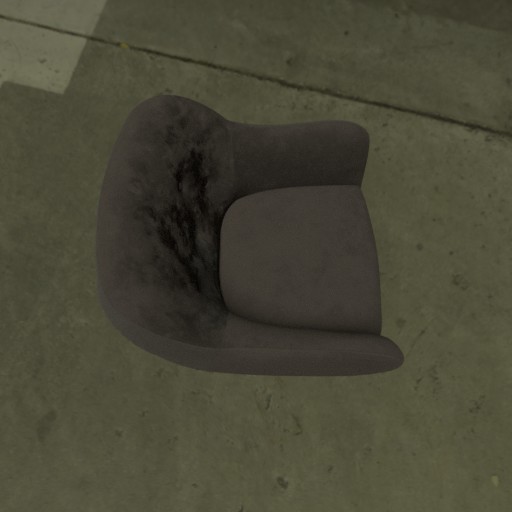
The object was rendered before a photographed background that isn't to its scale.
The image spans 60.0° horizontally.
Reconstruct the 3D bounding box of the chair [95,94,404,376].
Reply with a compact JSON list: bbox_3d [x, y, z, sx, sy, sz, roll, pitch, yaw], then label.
[{"bbox_3d":[0.000,0.000,1.502,0.819,0.807,0.840,0,63,0],"label":"chair"}]
